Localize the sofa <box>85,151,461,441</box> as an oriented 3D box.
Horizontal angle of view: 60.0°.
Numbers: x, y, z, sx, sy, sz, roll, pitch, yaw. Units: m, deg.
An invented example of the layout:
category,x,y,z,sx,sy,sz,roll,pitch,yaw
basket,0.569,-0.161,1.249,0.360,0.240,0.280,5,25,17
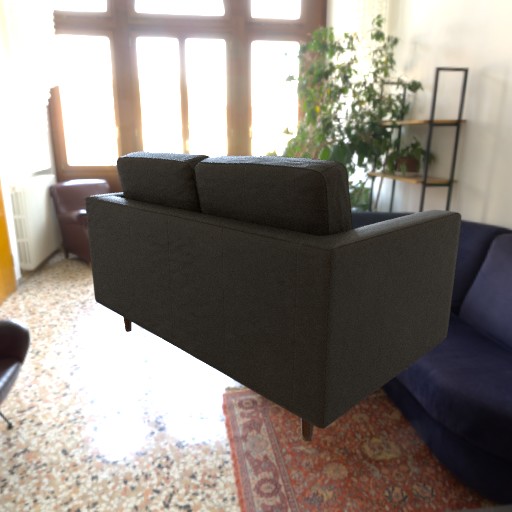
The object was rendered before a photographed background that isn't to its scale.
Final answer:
category,x,y,z,sx,sy,sz,roll,pitch,yaw
sofa,0.000,0.000,1.964,0.879,0.899,1.430,-14,21,-43
